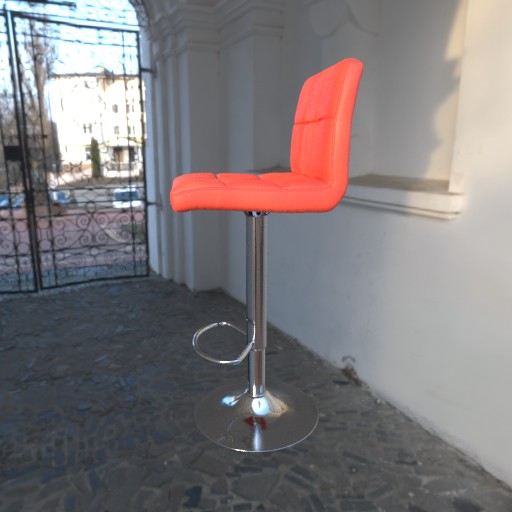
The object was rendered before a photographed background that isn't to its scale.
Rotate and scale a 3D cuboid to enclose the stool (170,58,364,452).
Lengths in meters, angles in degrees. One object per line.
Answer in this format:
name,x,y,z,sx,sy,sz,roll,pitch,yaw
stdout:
stool,0.000,0.000,1.398,0.505,1.115,0.430,-2,14,-9
